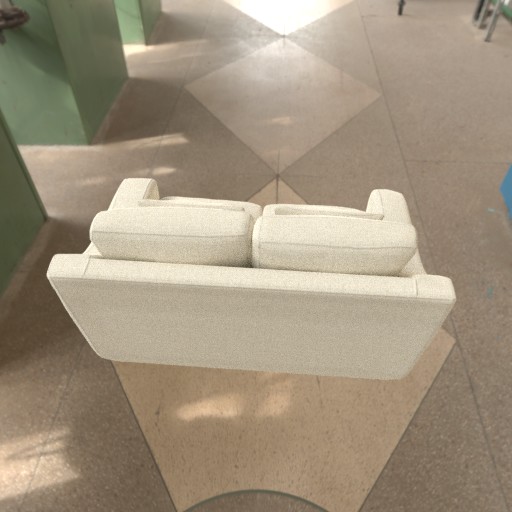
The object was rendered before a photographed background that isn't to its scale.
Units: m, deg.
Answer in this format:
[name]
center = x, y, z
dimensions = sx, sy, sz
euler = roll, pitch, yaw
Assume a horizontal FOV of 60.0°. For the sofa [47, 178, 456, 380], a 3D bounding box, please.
[sofa]
center = 0.000, 0.000, 2.408
dimensions = 1.744, 1.047, 1.040
euler = 3, 47, 3
